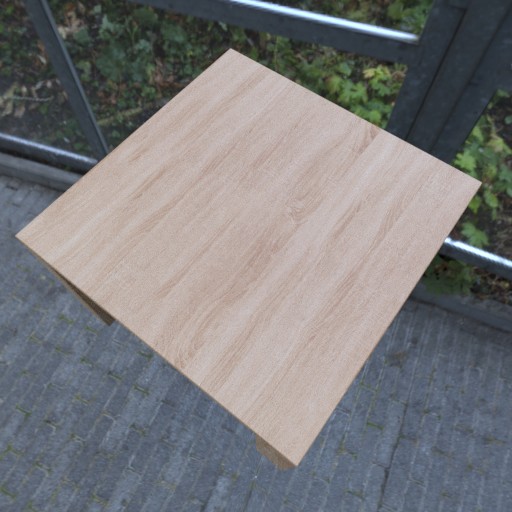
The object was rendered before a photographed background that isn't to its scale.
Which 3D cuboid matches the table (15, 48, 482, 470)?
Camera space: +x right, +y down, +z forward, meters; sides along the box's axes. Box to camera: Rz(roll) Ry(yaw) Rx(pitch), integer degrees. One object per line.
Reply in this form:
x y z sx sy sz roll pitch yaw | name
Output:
0.000 0.000 1.130 0.700 0.450 0.700 34 68 16 | table
